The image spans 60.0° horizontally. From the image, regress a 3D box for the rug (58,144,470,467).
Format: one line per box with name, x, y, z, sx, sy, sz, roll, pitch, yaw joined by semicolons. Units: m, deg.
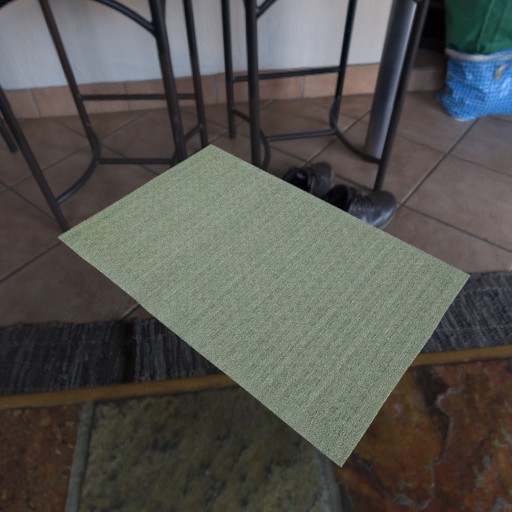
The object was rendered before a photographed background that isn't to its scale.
rug;0.000;0.000;2.220;1.747;0.006;1.143;32;55;26
